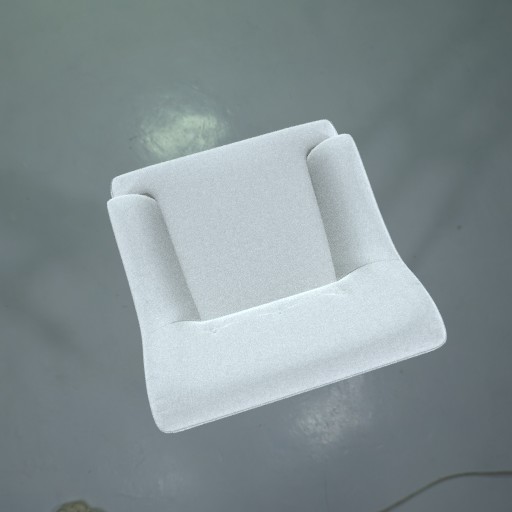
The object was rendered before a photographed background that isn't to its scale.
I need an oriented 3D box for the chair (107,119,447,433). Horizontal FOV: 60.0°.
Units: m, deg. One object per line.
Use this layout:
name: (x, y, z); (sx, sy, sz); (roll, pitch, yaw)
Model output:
chair: (0.000, 0.000, 1.633); (0.946, 0.818, 0.951); (-16, 77, -4)
